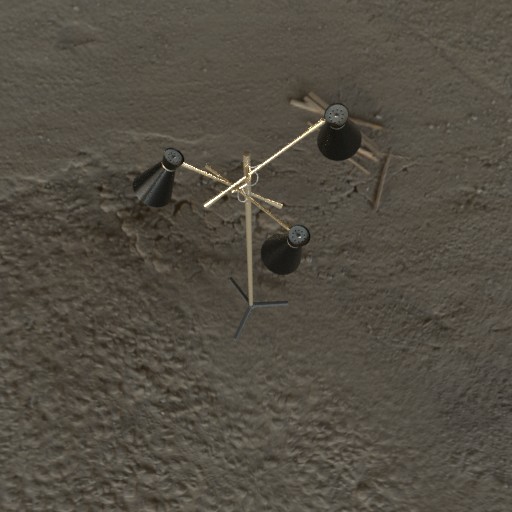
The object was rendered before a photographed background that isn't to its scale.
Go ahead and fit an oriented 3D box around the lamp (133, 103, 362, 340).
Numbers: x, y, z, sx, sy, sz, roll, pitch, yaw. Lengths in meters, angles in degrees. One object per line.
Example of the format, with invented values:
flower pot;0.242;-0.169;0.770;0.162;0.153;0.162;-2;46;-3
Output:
lamp;0.000;0.000;2.135;0.750;1.804;0.653;-32;68;-15
